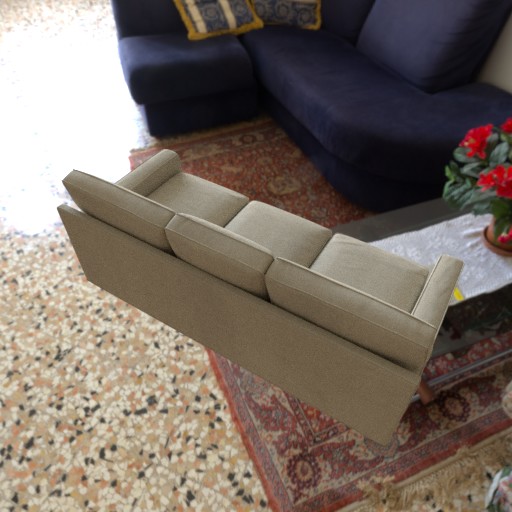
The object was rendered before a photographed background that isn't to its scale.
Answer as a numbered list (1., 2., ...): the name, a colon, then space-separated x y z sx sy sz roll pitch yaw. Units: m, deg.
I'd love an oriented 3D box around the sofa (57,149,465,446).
1. sofa: 0.000 0.000 2.563 2.093 0.862 0.936 24 51 21
